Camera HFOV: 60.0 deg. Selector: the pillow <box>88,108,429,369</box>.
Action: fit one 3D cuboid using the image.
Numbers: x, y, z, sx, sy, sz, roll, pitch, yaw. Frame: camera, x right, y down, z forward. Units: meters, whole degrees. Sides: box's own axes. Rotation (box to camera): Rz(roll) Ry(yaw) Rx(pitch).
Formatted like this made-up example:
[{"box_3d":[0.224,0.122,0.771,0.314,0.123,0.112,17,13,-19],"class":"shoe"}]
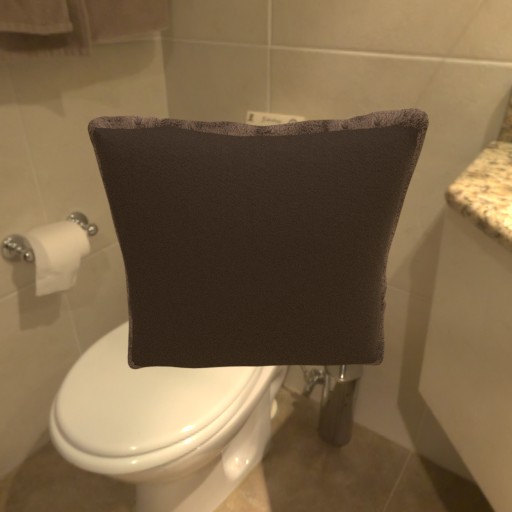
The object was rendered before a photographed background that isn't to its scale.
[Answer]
[{"box_3d":[0.000,0.000,0.800,0.522,0.520,0.204,-1,30,-1],"class":"pillow"}]
